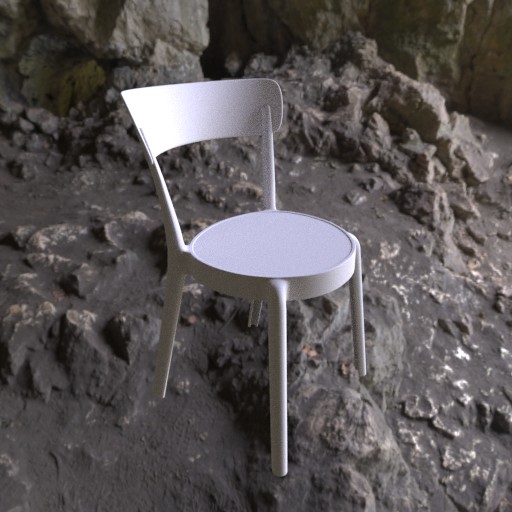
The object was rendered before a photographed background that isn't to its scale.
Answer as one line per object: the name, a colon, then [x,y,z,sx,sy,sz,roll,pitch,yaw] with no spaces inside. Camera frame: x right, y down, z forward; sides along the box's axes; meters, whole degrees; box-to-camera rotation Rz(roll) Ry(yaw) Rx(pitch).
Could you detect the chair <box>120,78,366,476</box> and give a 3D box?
chair: [0.000,0.000,1.110,0.491,0.790,0.506,18,31,33]
